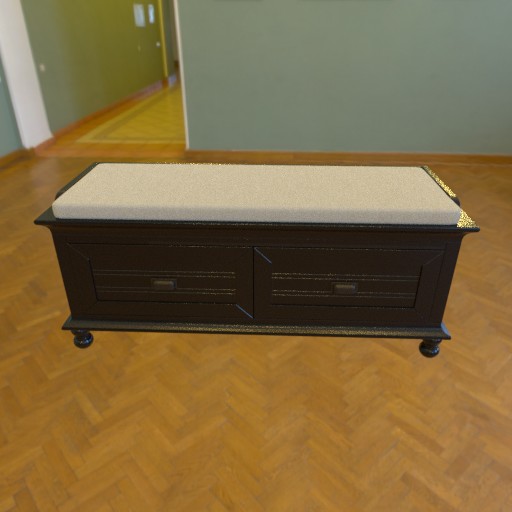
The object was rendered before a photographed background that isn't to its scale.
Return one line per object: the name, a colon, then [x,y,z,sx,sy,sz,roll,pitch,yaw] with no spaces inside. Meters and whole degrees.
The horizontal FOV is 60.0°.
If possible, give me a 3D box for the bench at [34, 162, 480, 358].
bench: [0.000,0.000,1.445,1.185,0.501,0.402,1,28,2]
